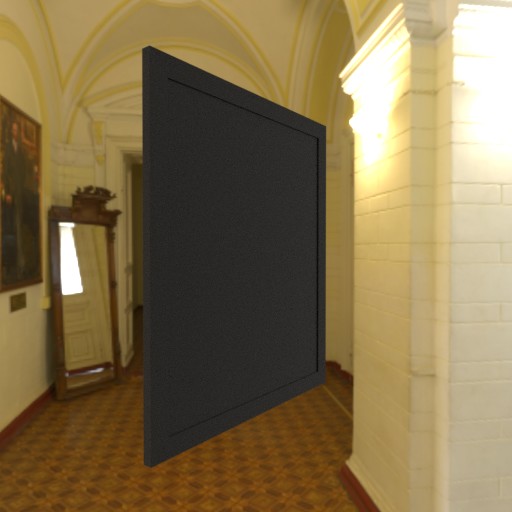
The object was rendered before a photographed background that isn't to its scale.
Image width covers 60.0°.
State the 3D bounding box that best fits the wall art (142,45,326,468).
[{"bbox_3d":[0.000,0.000,0.505,0.010,0.361,0.311,1,1,37],"label":"wall art"}]
